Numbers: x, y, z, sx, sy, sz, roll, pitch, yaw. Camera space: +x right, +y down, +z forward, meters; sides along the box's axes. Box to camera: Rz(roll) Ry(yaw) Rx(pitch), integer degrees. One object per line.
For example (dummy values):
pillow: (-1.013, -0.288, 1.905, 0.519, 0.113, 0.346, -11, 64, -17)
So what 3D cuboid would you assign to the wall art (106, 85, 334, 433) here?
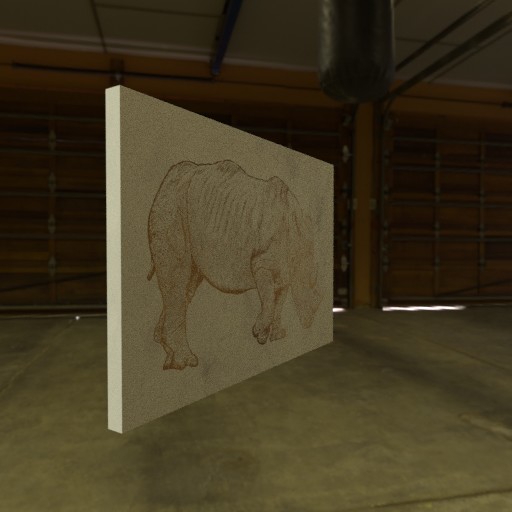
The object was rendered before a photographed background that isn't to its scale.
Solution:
wall art: (0.000, 0.000, 1.168, 0.038, 0.610, 0.915, 1, 2, 33)
